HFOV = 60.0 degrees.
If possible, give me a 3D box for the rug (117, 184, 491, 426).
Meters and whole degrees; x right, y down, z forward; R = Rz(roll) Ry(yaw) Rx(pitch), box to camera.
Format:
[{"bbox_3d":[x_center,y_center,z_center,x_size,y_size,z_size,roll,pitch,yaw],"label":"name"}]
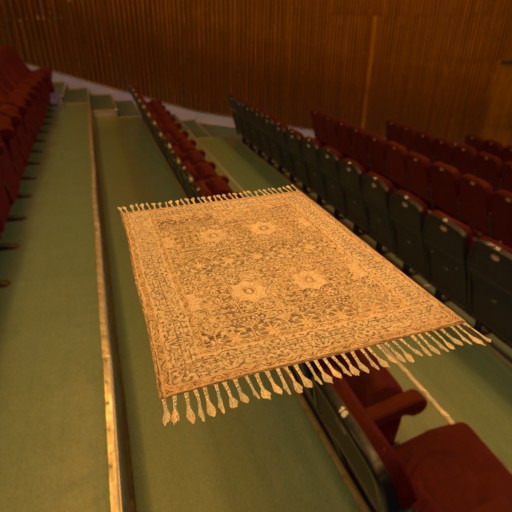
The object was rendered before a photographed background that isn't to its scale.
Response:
[{"bbox_3d":[0.000,0.000,2.954,1.619,0.023,2.465,-10,30,-17],"label":"rug"}]
